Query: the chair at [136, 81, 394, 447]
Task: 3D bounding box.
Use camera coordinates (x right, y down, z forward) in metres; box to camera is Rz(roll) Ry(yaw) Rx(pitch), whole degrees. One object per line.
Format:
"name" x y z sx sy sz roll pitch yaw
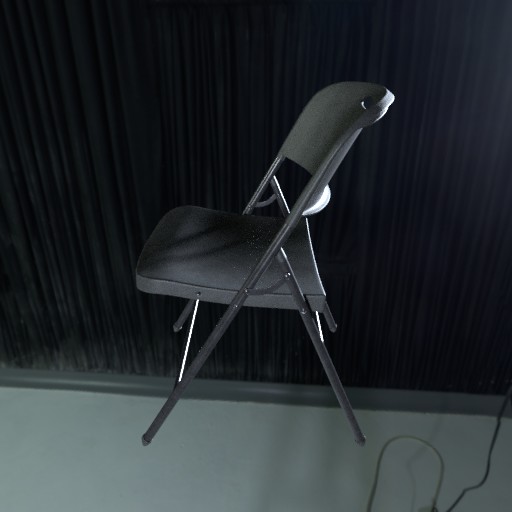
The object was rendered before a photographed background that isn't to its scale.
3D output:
"chair" 0.000 0.000 1.126 0.566 0.810 0.494 0 28 0
